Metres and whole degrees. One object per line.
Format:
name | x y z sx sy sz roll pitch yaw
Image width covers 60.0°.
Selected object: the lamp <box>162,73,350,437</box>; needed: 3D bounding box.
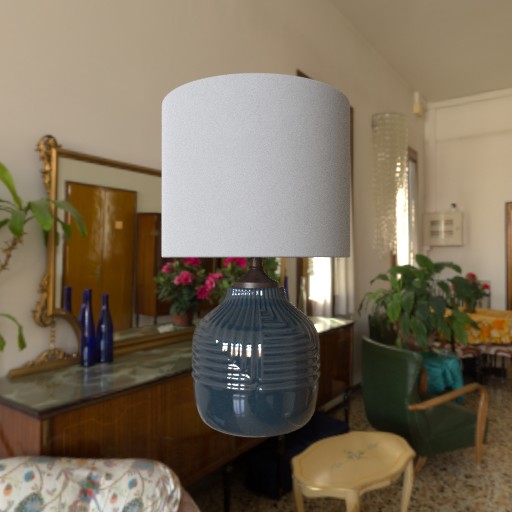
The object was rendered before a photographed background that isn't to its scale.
lamp | 0.000 0.000 0.763 0.318 0.567 0.318 0 0 0
